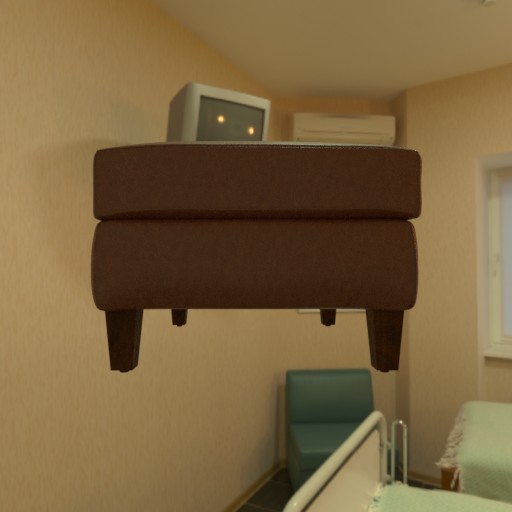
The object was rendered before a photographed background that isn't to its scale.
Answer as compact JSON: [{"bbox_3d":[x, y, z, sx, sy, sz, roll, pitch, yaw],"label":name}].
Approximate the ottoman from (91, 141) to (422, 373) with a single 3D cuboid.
[{"bbox_3d":[0.000,0.000,1.241,0.650,0.485,0.851,0,-1,0],"label":"ottoman"}]
